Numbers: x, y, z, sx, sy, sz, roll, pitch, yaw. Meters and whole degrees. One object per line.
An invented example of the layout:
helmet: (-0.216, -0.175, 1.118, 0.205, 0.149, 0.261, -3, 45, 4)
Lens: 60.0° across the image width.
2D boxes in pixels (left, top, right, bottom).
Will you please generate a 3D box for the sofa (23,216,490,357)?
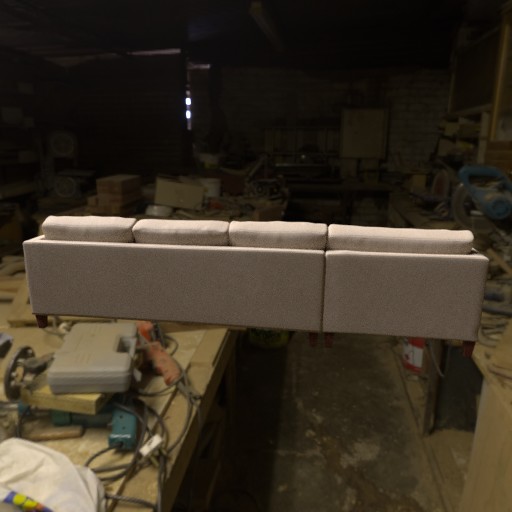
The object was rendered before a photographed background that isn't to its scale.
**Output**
sofa: (0.000, 0.000, 3.796, 3.186, 0.846, 1.625, 2, 16, 8)
